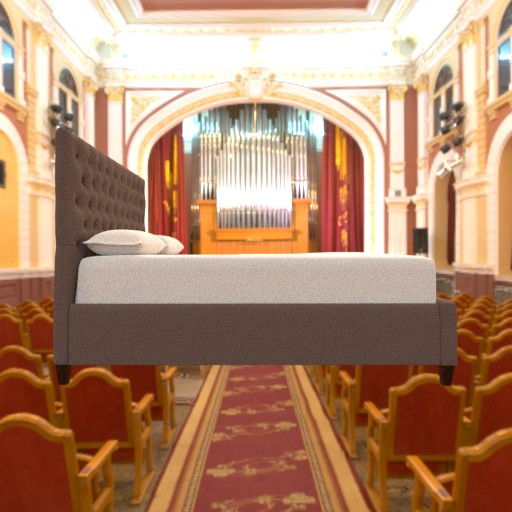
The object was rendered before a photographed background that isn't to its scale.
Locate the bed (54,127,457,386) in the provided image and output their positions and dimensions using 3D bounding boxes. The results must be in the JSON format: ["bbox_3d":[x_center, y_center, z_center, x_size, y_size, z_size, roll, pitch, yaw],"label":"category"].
[{"bbox_3d":[0.000,0.000,3.261,2.233,1.426,1.696,0,0,1],"label":"bed"}]
